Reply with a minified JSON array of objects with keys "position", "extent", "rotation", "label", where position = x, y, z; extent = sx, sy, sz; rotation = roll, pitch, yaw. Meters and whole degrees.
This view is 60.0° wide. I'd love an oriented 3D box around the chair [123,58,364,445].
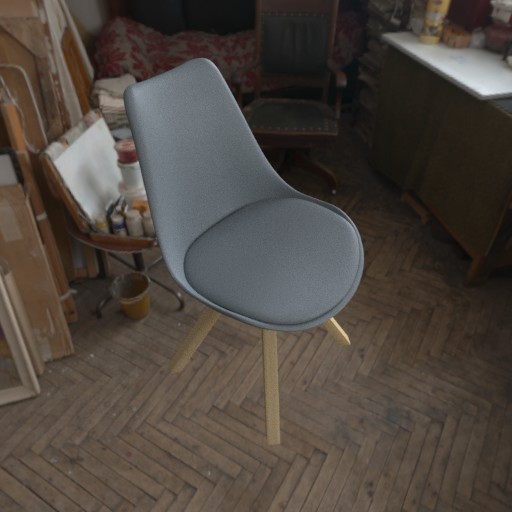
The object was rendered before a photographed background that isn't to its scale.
[{"position":[0.000,0.000,1.171],"extent":[0.549,0.850,0.485],"rotation":[27,49,26],"label":"chair"}]
